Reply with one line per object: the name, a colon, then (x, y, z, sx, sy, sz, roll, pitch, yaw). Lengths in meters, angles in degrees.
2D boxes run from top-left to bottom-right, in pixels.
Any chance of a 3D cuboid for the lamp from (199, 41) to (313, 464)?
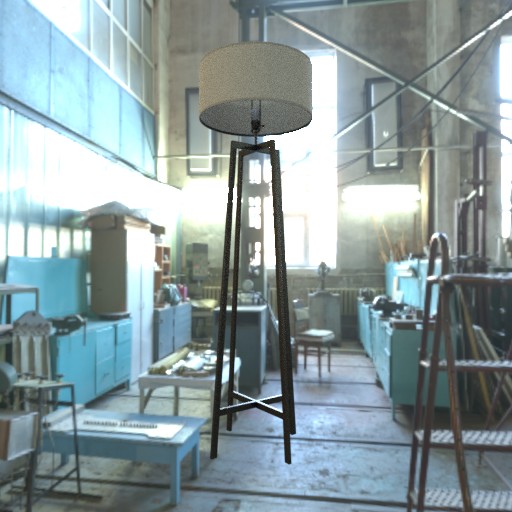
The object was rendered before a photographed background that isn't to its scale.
lamp: (0.000, 0.000, 1.782, 0.456, 1.510, 0.457, 1, -1, -36)
